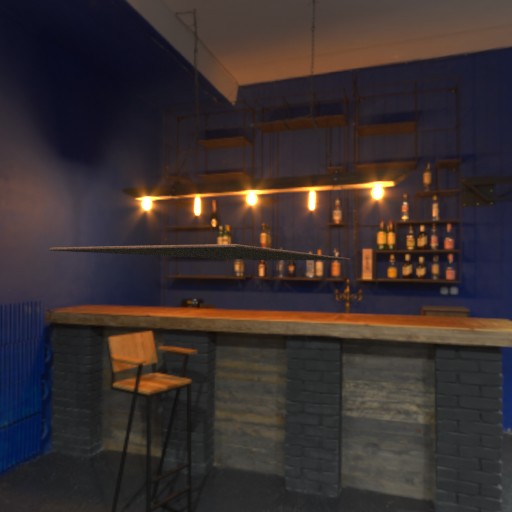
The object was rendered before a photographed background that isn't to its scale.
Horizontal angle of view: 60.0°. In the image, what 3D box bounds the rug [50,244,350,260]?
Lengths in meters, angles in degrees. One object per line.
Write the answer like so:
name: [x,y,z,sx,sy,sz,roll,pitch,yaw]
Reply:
rug: [0.000,0.000,2.679,0.769,0.012,2.448,-1,-2,20]
